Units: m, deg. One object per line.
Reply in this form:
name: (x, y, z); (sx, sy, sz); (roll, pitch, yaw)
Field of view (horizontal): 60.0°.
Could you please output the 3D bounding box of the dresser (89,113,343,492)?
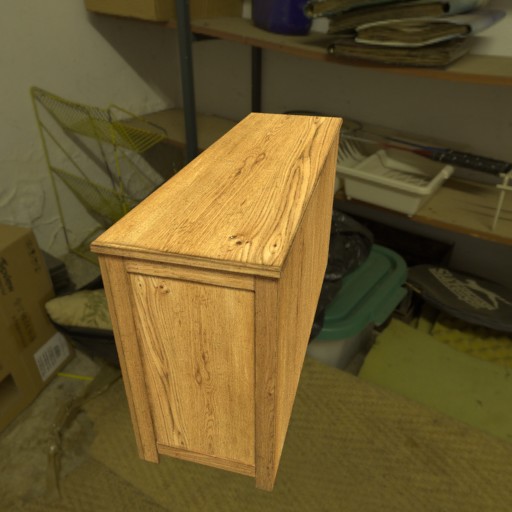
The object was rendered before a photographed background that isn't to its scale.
dresser: (0.000, 0.000, 2.069); (0.563, 0.932, 1.657); (8, 31, 13)
